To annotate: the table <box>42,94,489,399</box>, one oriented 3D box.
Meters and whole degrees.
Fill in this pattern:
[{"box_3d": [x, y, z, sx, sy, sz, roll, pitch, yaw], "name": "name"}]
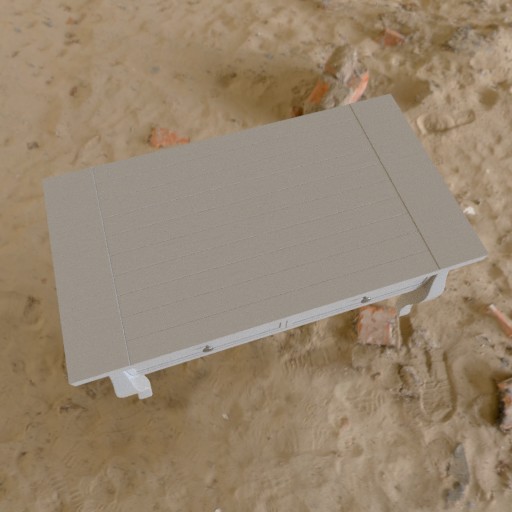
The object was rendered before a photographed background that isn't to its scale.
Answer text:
[{"box_3d": [0.000, 0.000, 1.404, 1.062, 0.495, 0.600, -16, 65, -8], "name": "table"}]
